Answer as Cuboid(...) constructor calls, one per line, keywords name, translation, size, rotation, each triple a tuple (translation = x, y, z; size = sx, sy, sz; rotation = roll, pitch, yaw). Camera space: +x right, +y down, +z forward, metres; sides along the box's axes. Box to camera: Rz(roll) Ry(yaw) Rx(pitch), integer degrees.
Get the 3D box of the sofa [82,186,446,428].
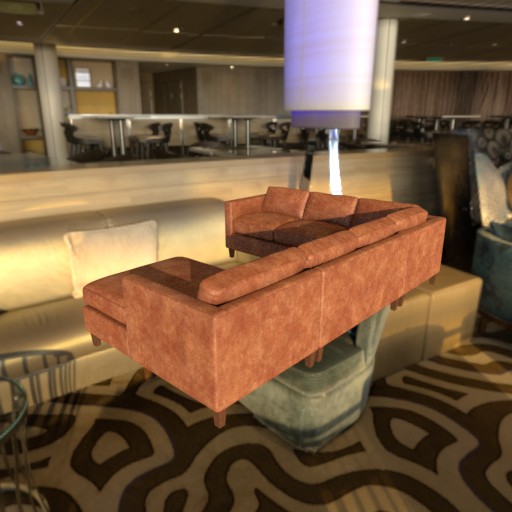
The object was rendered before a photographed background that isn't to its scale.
Cuboid(name="sofa", translation=(0.000, 0.000, 4.401), size=(2.452, 0.888, 3.324), rotation=(15, 23, 40))
